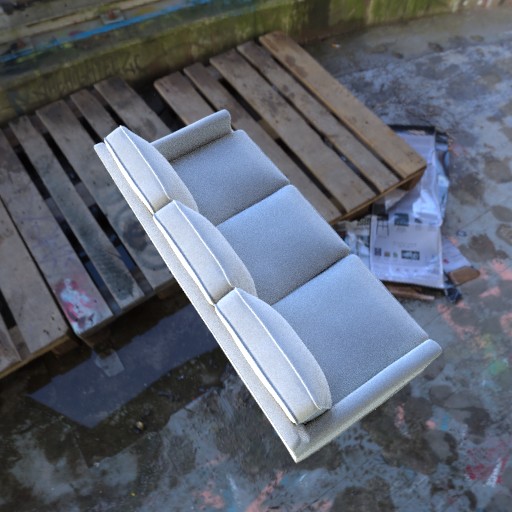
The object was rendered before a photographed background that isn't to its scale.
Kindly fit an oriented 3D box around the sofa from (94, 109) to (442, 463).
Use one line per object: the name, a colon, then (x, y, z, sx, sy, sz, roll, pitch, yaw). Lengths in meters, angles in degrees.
sofa: (0.000, 0.000, 2.820, 1.084, 1.003, 2.246, -30, 64, -16)
